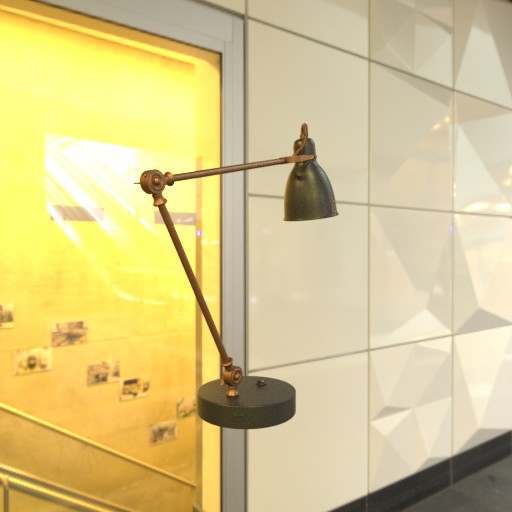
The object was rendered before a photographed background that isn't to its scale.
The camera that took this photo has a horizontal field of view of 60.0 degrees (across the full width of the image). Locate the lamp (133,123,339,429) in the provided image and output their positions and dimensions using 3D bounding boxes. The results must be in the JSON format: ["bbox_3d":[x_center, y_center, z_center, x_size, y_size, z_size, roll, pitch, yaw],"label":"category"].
[{"bbox_3d":[0.000,0.000,0.866,0.187,0.587,0.561,0,1,36],"label":"lamp"}]
